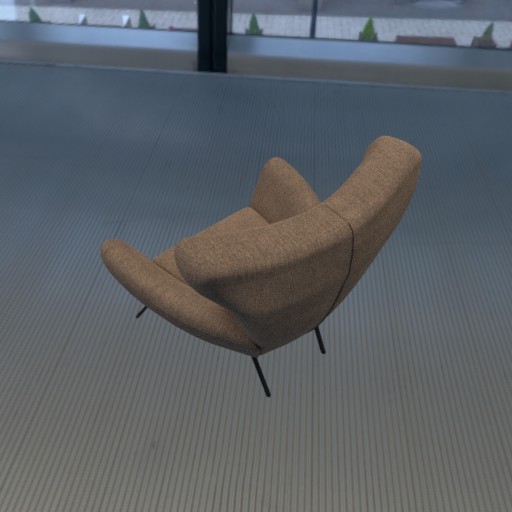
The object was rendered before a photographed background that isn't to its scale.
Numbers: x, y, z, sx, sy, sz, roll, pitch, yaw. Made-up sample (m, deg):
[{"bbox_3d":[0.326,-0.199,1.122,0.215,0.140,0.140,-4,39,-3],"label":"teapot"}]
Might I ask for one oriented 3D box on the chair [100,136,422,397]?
[{"bbox_3d":[0.000,0.000,1.798,0.980,1.040,0.900,-32,54,-26],"label":"chair"}]
